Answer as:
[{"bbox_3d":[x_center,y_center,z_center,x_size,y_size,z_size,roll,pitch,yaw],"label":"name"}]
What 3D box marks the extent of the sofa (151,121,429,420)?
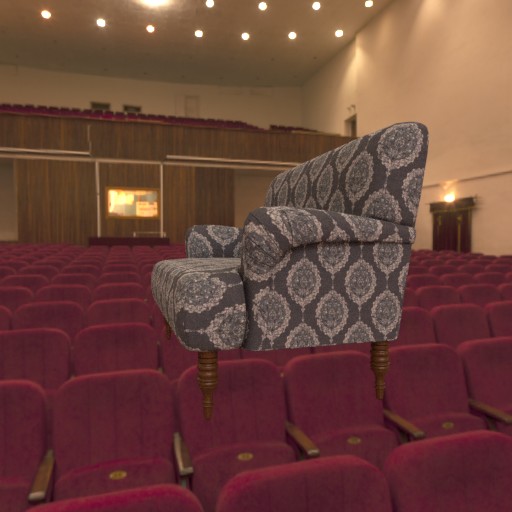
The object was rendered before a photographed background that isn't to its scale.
[{"bbox_3d":[0.000,0.000,1.812,0.779,0.867,1.297,0,1,-17],"label":"sofa"}]
